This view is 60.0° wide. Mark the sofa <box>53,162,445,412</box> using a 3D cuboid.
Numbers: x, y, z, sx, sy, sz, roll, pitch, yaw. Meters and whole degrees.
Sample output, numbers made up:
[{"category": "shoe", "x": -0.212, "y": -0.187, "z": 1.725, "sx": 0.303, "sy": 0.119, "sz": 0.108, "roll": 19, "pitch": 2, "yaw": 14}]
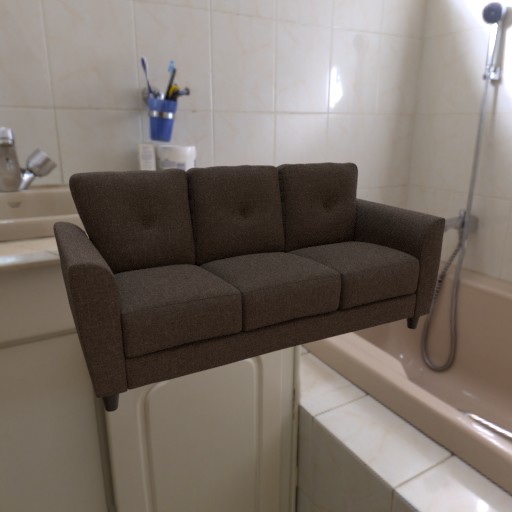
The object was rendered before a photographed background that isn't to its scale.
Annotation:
[{"category": "sofa", "x": 0.000, "y": 0.000, "z": 2.300, "sx": 1.847, "sy": 0.891, "sz": 0.837, "roll": -8, "pitch": 18, "yaw": -26}]
